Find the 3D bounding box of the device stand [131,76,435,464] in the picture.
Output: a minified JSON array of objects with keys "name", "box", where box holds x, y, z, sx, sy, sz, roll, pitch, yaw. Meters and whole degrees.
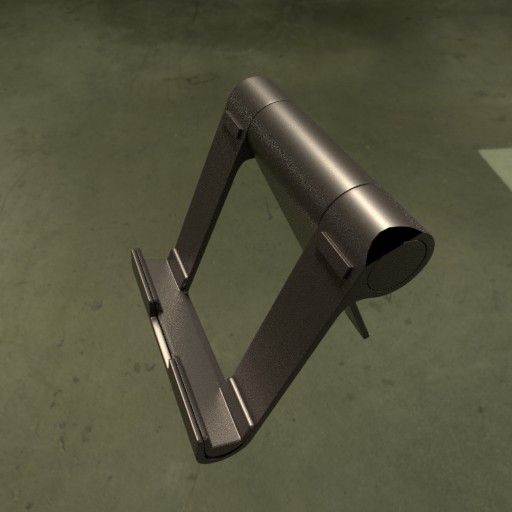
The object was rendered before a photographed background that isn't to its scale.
[{"name":"device stand","box":[0.000,0.000,0.151,0.079,0.084,0.088,-18,49,-16]}]
